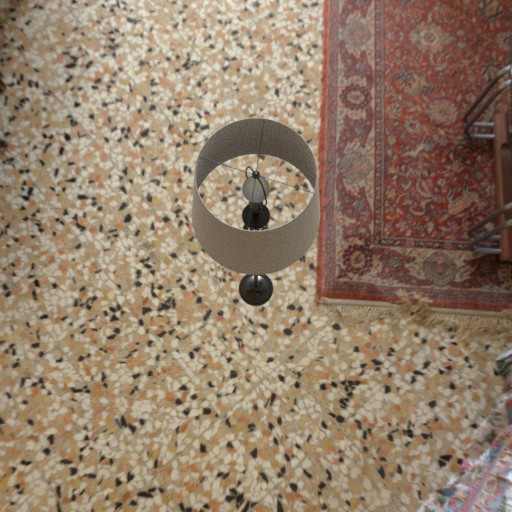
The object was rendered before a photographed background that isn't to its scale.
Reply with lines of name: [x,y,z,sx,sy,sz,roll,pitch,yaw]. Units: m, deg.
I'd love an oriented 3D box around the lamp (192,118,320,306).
lamp: [0.000,0.000,1.828,0.379,1.623,0.379,0,76,0]
